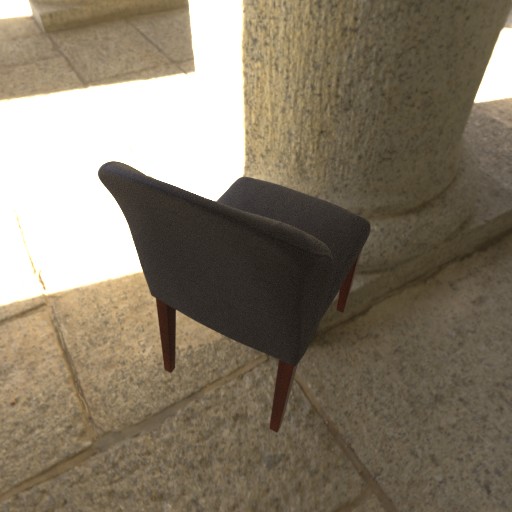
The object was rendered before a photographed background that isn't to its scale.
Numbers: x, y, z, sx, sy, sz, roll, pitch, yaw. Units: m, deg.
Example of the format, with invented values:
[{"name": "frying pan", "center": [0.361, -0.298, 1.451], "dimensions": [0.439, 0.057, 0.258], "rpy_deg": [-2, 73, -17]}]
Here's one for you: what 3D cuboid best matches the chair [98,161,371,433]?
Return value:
[{"name": "chair", "center": [0.000, 0.000, 1.251], "dimensions": [0.506, 0.879, 0.619], "rpy_deg": [22, 50, 20]}]
